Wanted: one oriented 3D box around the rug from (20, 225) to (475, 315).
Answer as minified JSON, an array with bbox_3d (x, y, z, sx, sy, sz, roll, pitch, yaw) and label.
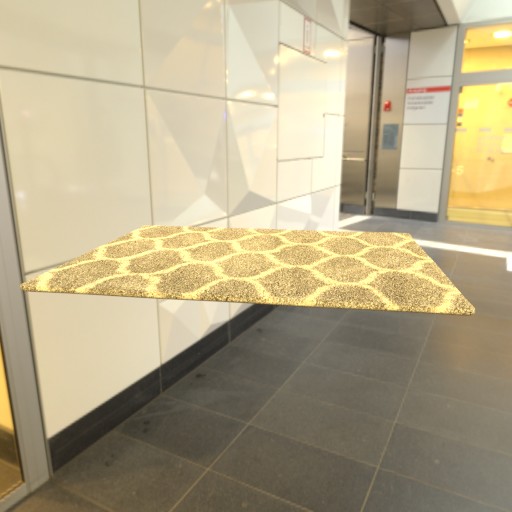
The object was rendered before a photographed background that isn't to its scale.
[{"bbox_3d":[0.000,0.000,2.093,1.600,0.025,1.200,2,15,8],"label":"rug"}]
